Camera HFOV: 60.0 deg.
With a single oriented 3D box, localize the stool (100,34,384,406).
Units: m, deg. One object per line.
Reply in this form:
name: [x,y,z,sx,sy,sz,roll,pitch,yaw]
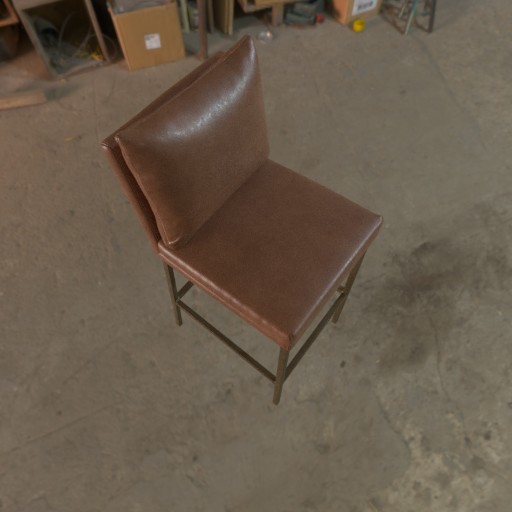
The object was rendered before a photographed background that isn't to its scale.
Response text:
stool: [0.000,0.000,1.405,0.571,1.124,0.463,33,65,18]
